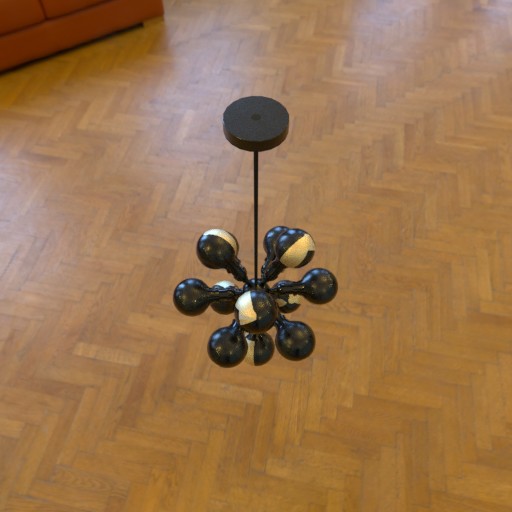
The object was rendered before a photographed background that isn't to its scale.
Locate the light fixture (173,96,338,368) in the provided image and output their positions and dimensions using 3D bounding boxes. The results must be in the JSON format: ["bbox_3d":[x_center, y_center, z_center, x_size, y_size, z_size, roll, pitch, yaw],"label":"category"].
[{"bbox_3d":[0.000,0.000,1.093,0.420,0.859,0.468,-31,63,-18],"label":"light fixture"}]
